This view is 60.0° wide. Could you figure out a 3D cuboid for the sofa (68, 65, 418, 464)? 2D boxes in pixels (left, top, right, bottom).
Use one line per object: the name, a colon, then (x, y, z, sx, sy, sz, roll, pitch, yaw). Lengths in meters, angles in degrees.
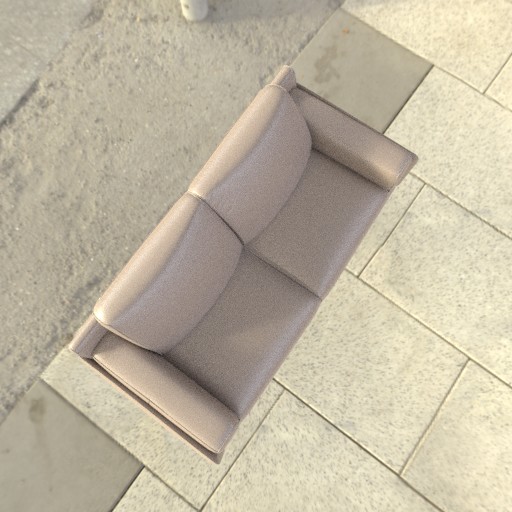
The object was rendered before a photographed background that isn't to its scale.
sofa: (0.000, 0.000, 2.619, 1.049, 0.930, 2.101, 34, 78, 8)
